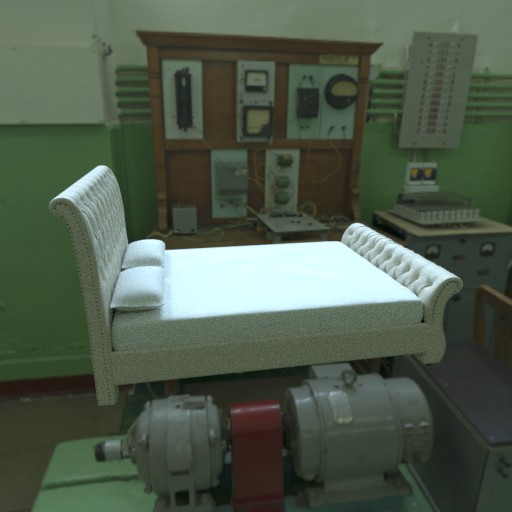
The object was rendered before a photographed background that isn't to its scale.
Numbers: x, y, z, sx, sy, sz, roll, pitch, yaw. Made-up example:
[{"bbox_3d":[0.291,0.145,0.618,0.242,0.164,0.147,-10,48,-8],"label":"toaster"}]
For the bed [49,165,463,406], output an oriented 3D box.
[{"bbox_3d":[0.000,0.000,3.431,2.493,1.268,1.606,-3,18,-10],"label":"bed"}]
